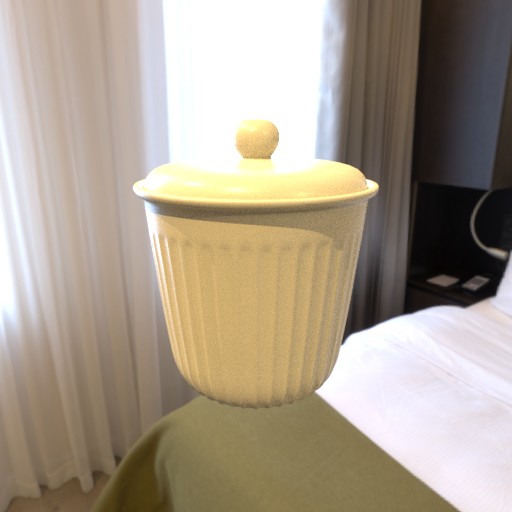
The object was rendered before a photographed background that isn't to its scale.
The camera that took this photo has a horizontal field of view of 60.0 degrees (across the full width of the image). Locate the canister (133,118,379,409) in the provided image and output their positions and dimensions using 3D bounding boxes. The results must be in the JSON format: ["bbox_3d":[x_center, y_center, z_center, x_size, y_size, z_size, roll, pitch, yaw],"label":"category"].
[{"bbox_3d":[0.000,0.000,0.354,0.181,0.211,0.181,0,16,0],"label":"canister"}]
